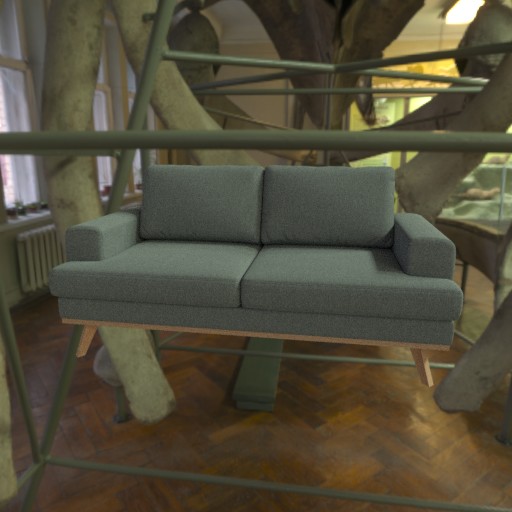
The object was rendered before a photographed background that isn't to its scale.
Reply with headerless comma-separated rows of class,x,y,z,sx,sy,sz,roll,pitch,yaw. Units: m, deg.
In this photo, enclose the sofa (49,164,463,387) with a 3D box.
sofa,0.000,0.000,2.073,1.650,0.810,0.785,2,15,9
